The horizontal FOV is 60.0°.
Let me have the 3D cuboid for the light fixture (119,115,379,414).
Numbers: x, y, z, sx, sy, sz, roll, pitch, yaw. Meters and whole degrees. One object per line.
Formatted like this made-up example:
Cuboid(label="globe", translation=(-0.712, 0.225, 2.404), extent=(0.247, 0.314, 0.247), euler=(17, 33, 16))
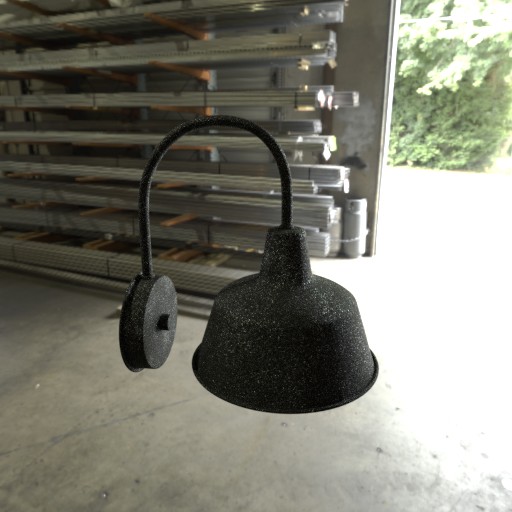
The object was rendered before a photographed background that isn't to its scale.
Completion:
Cuboid(label="light fixture", translation=(0.000, 0.000, 0.494), extent=(0.283, 0.300, 0.216), euler=(3, 16, 9))
